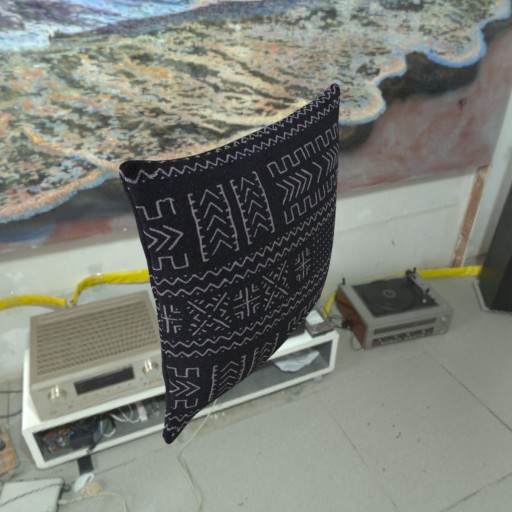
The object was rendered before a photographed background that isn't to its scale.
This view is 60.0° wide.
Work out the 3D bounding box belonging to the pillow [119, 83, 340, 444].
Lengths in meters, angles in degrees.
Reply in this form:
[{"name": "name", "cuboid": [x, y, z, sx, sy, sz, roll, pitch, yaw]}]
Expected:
[{"name": "pillow", "cuboid": [0.000, 0.000, 0.671, 0.164, 0.430, 0.438, 22, 39, 30]}]
